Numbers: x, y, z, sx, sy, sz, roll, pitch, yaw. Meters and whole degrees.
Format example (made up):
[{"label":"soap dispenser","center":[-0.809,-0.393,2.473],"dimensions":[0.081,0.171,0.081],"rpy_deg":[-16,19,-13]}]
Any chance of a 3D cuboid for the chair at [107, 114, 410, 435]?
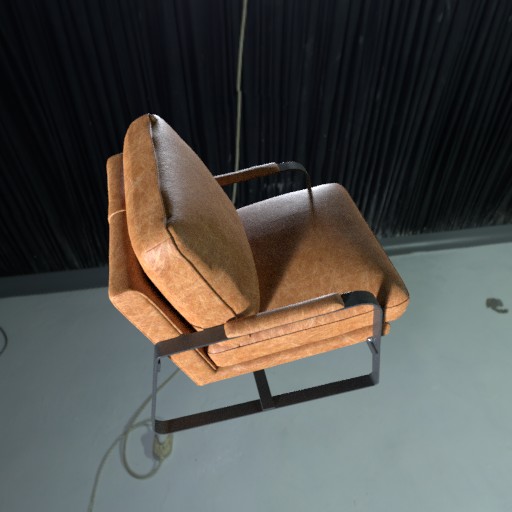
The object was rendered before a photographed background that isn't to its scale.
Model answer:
[{"label":"chair","center":[0.000,0.000,1.381],"dimensions":[0.801,0.777,0.651],"rpy_deg":[-10,47,-9]}]
